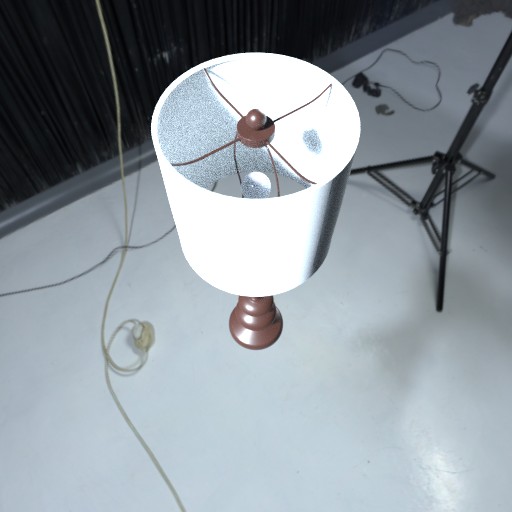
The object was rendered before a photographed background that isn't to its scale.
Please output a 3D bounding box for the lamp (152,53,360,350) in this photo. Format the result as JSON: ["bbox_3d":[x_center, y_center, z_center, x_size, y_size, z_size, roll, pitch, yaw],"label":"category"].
[{"bbox_3d":[0.000,0.000,0.828,0.254,0.690,0.254,-31,65,-17],"label":"lamp"}]
